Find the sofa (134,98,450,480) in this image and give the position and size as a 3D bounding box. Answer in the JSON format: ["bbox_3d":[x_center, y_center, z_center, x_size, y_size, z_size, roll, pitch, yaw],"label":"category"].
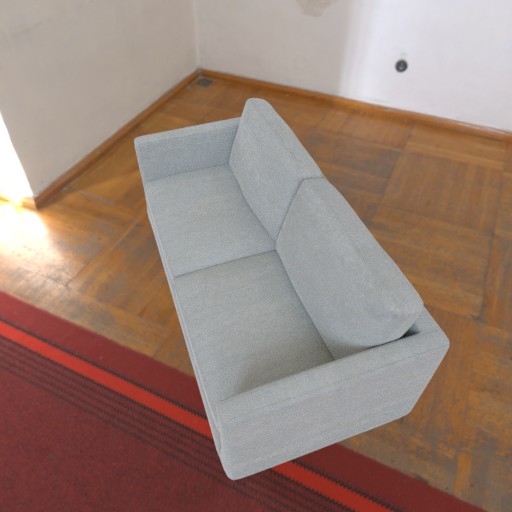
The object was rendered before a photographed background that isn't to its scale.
[{"bbox_3d":[0.000,0.000,2.375,0.950,0.963,1.884,-15,49,-13],"label":"sofa"}]
